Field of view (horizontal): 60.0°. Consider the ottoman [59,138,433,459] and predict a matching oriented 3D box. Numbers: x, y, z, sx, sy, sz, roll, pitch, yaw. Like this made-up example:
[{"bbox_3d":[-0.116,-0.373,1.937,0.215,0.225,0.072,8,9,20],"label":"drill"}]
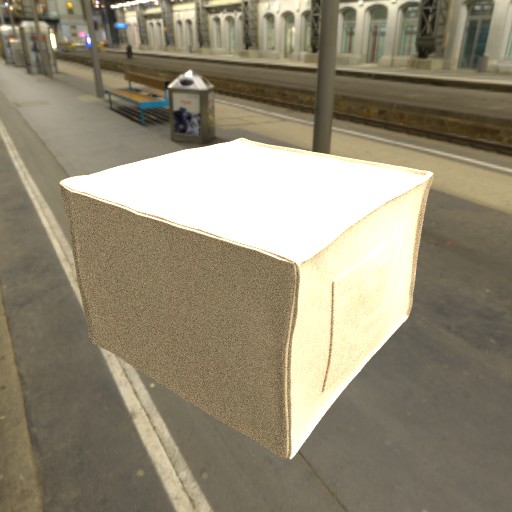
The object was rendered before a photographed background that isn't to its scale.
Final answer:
[{"bbox_3d":[0.000,0.000,1.189,0.696,0.470,0.707,19,32,33],"label":"ottoman"}]
